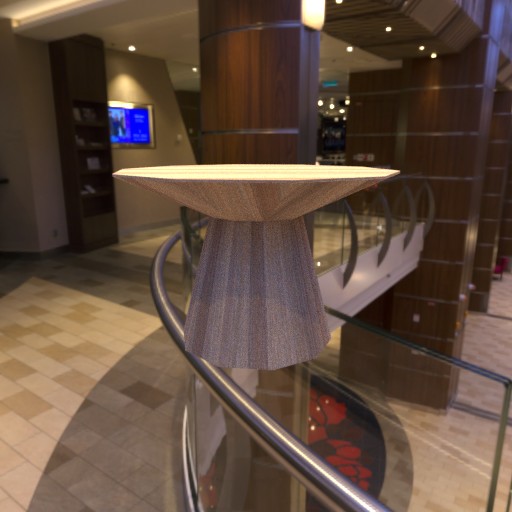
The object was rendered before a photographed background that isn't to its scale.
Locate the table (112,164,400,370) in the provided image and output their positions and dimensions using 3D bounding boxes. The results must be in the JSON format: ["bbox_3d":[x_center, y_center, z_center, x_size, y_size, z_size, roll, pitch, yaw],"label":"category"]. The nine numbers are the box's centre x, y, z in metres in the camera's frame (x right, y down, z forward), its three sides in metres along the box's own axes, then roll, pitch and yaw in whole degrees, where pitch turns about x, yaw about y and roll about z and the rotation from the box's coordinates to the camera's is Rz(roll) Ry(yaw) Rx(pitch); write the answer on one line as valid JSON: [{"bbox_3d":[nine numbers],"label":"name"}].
[{"bbox_3d":[0.000,0.000,1.971,1.186,0.752,1.186,0,14,0],"label":"table"}]
